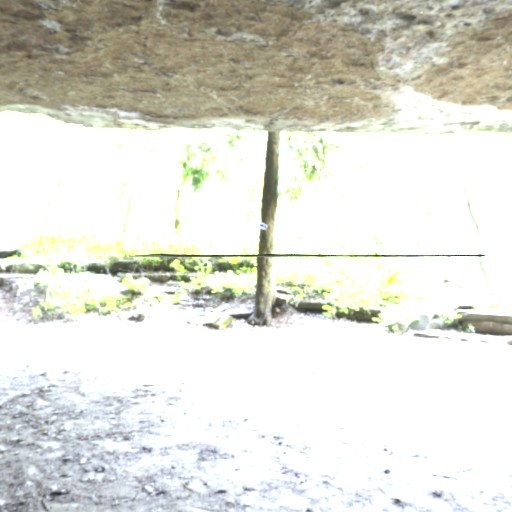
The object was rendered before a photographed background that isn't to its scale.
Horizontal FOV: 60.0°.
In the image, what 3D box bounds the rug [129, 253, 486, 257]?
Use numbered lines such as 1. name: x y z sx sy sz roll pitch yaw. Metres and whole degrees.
1. rug: 0.000 0.000 2.342 1.209 0.011 1.830 0 0 -19
